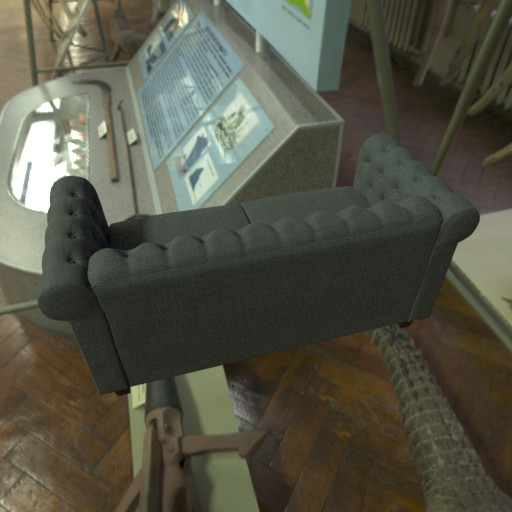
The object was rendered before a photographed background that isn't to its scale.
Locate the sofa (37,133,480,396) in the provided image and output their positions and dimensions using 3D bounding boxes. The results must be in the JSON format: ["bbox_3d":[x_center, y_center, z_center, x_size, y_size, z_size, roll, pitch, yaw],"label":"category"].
[{"bbox_3d":[0.000,0.000,2.200,1.798,0.797,0.783,-11,42,-12],"label":"sofa"}]
